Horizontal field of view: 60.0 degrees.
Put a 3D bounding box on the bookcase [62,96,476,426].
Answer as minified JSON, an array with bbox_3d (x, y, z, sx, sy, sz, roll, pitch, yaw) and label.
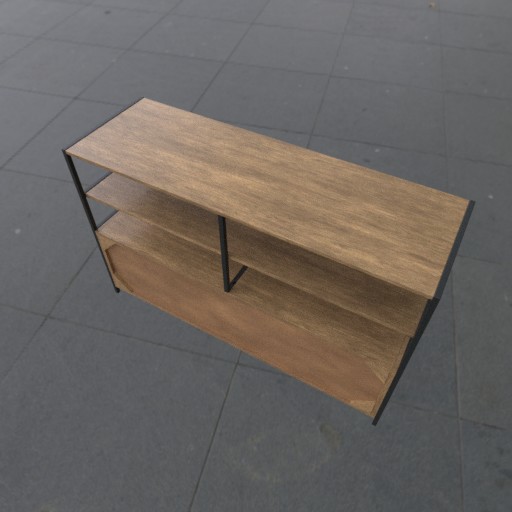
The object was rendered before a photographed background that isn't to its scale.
[{"bbox_3d":[0.000,0.000,1.536,1.149,0.712,0.391,23,52,20],"label":"bookcase"}]
